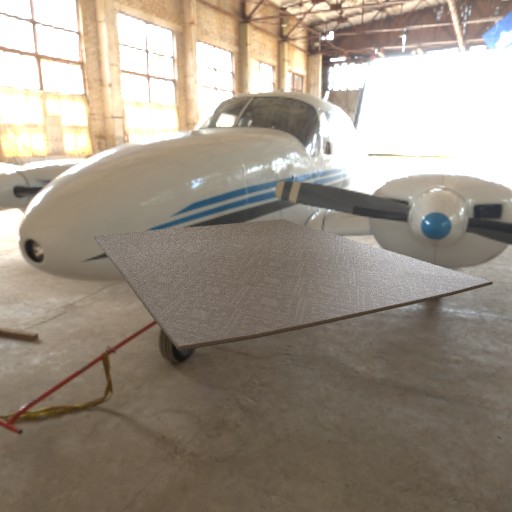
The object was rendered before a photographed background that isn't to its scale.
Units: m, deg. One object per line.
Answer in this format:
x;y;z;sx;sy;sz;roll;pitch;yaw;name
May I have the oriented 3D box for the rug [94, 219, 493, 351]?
0.000;0.000;4.018;2.399;0.054;3.011;-7;16;-26;rug
